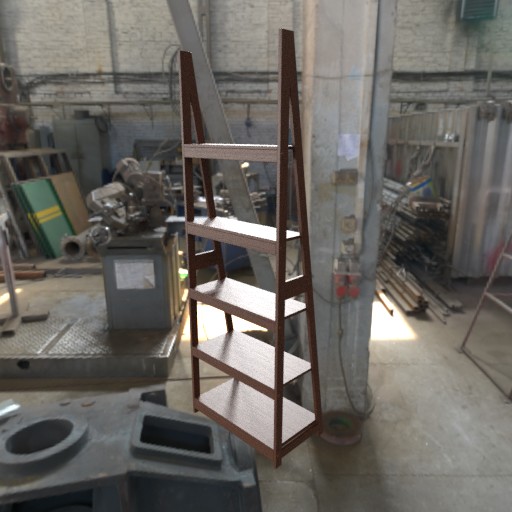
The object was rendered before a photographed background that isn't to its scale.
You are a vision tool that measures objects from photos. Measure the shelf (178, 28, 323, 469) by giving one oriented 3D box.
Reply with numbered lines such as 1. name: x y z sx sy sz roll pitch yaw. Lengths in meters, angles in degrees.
1. shelf: 0.000 0.000 2.045 0.600 1.770 0.350 15 21 43
